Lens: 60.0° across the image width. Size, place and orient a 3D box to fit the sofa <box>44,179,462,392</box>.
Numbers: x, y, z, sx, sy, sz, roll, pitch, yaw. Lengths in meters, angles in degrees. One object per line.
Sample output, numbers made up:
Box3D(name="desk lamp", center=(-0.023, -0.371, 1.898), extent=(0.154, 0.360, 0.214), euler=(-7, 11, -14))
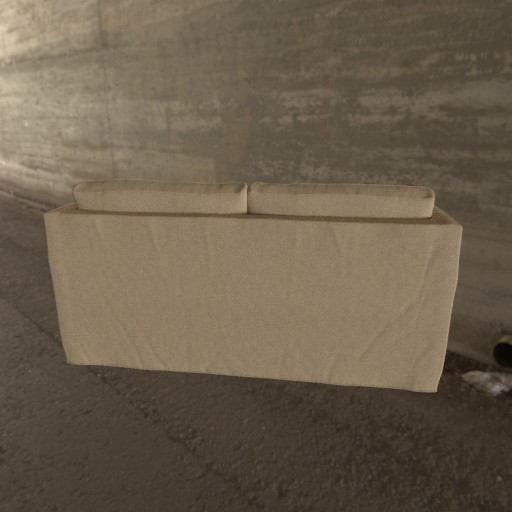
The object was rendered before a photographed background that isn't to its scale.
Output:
Box3D(name="sofa", center=(0.000, 0.000, 2.275), extent=(1.719, 0.835, 0.962), euler=(2, 17, 8))
